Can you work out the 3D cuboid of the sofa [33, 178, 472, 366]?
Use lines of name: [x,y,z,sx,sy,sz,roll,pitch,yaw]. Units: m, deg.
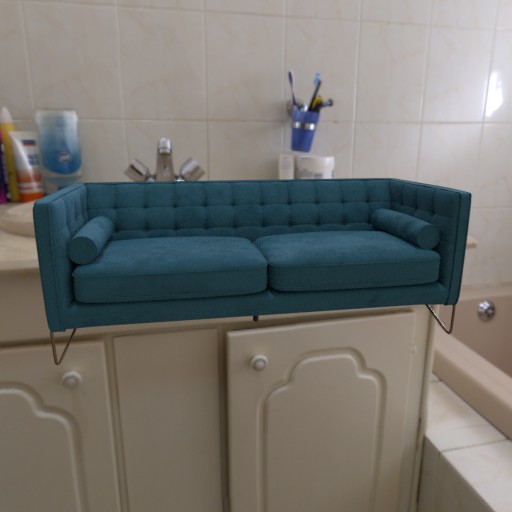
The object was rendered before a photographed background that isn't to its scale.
sofa: [0.000,0.000,2.526,2.087,0.789,0.867,-3,15,-10]
